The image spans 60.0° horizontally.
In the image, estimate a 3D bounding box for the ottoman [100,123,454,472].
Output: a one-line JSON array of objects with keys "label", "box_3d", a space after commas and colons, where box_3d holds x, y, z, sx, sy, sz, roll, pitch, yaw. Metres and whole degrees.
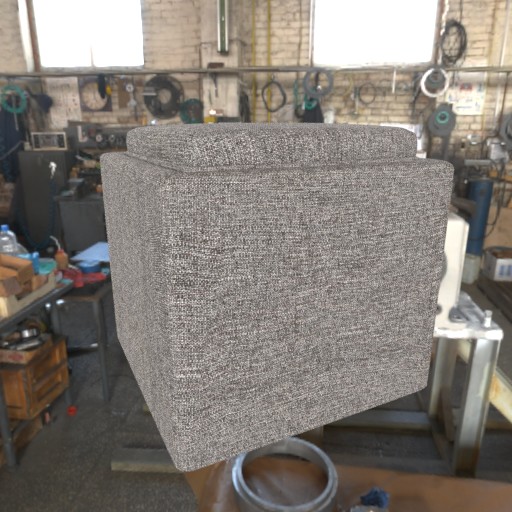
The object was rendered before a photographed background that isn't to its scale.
[{"label": "ottoman", "box_3d": [0.000, 0.000, 0.799, 0.450, 0.460, 0.450, -8, 19, -26]}]
